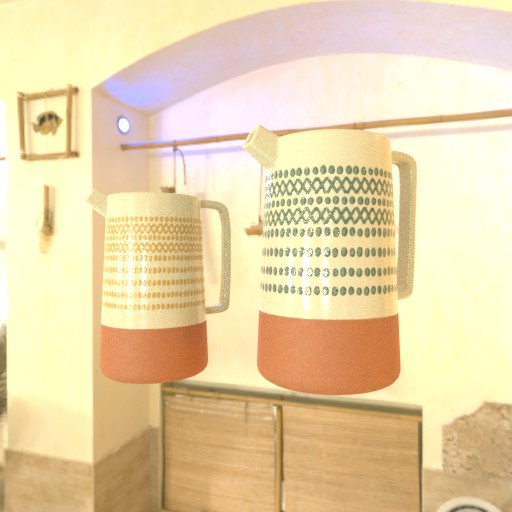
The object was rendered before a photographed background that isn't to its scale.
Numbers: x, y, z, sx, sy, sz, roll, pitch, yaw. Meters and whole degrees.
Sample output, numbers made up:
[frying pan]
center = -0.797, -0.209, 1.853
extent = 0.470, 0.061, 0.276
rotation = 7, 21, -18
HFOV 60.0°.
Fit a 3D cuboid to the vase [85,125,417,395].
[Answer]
[vase]
center = 0.000, 0.000, 0.469
extent = 0.326, 0.247, 0.168
rotation = 0, 1, 18
